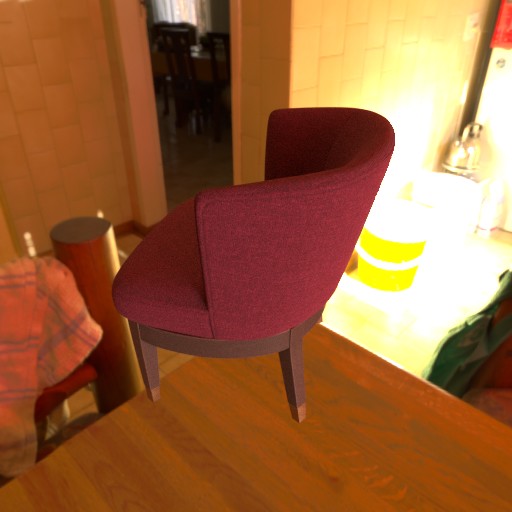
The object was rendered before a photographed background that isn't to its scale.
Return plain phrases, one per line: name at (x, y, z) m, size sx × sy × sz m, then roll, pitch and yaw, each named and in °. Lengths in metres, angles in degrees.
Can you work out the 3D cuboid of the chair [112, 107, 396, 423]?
chair at (0.000, 0.000, 1.270) m, size 0.660 × 0.760 × 0.700 m, roll 7°, pitch 32°, yaw 12°
